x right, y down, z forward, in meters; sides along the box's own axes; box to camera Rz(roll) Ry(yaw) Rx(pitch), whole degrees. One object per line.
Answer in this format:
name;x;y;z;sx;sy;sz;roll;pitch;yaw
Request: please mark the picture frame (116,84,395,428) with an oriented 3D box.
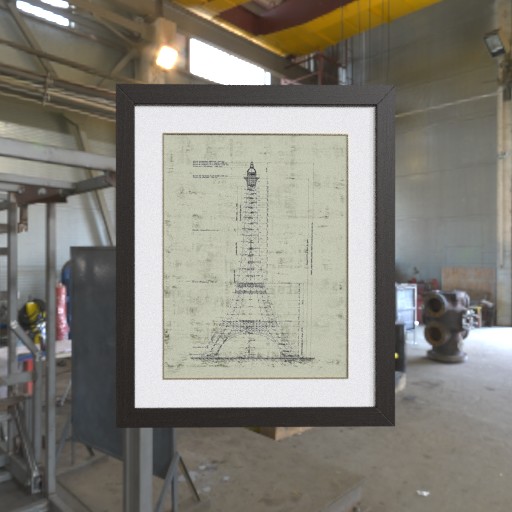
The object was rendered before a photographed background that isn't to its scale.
picture frame;0.000;0.000;0.740;0.452;0.555;0.044;0;0;-1
